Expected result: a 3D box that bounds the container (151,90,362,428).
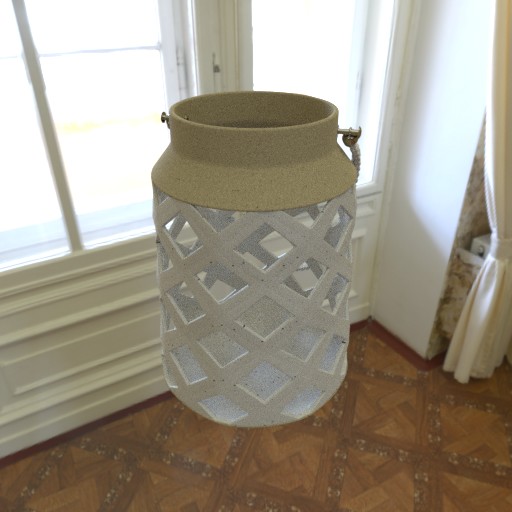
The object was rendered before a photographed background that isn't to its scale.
[{"bbox_3d":[0.000,0.000,0.347,0.163,0.229,0.172,9,32,14],"label":"container"}]
